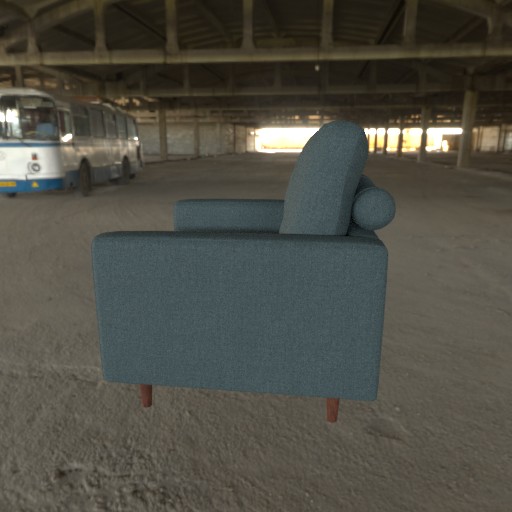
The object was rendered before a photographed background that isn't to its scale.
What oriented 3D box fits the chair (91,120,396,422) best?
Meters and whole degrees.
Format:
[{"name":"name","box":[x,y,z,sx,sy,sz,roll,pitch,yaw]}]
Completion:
[{"name":"chair","box":[0.000,0.000,1.548,0.843,0.880,0.821,2,15,7]}]
